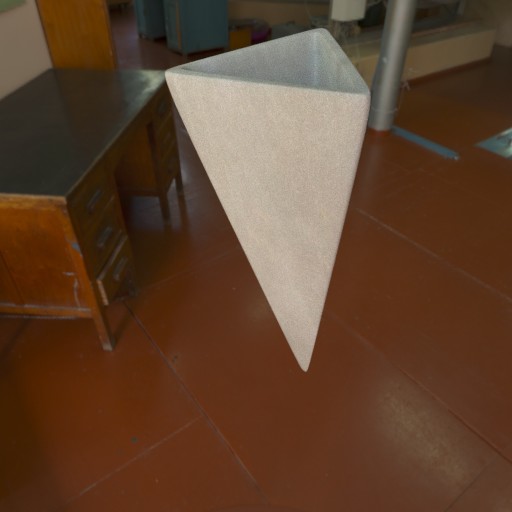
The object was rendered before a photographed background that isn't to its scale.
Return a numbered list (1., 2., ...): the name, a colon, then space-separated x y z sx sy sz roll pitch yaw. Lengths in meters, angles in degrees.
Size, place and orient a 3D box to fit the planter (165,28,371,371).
1. planter: 0.000 0.000 0.263 0.081 0.224 0.101 -1 39 -2
